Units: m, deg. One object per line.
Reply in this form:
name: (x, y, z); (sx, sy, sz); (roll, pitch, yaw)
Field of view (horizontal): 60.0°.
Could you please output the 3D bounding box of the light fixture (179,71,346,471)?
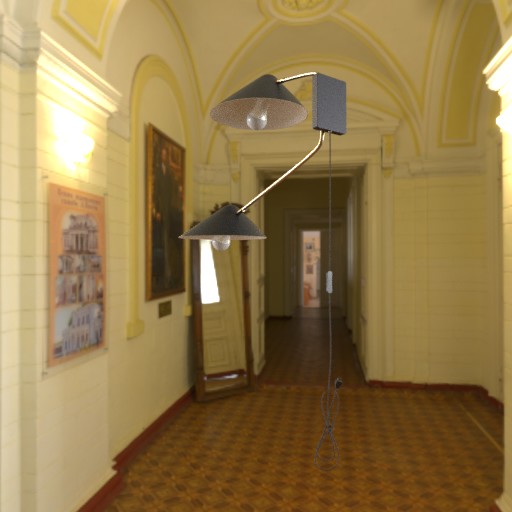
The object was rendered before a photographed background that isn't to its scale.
light fixture: (0.000, 0.000, 0.845); (0.189, 0.665, 0.422); (1, -1, -36)
